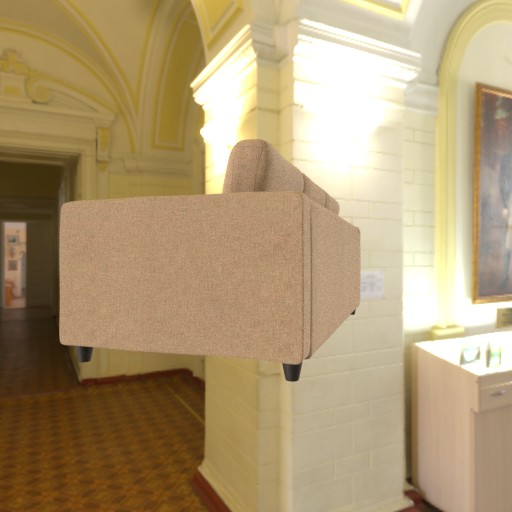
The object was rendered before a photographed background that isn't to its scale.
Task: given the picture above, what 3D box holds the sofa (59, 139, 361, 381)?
[{"bbox_3d":[0.000,0.000,2.360,0.930,0.800,1.855,0,0,18],"label":"sofa"}]
